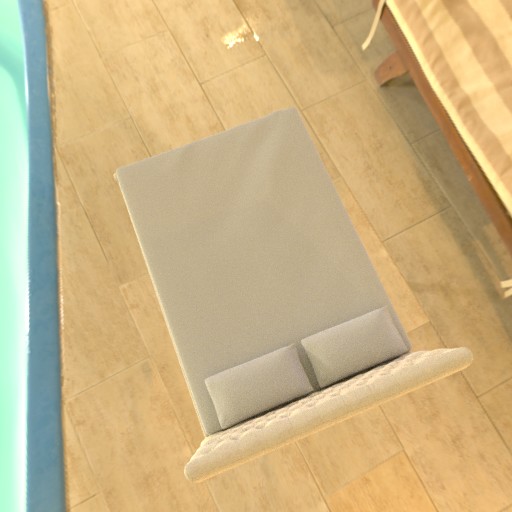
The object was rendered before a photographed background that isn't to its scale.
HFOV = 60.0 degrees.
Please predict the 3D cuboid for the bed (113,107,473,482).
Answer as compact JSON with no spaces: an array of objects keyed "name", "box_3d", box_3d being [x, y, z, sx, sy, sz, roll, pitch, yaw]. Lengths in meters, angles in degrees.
[{"name":"bed","box_3d":[0.000,0.000,3.312,1.698,1.427,2.387,-21,76,-5]}]
